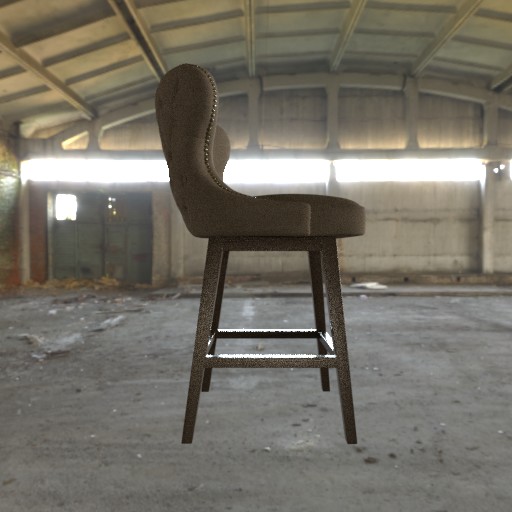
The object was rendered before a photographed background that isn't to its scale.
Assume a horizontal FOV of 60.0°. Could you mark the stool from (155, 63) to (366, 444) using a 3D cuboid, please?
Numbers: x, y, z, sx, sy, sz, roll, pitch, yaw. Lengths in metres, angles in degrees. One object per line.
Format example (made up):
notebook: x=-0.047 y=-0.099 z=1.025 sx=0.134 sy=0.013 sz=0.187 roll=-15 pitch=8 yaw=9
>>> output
stool: x=0.000 y=0.000 z=1.370 sx=0.597 sy=0.972 sz=0.615 roll=0 pitch=1 yaw=0
